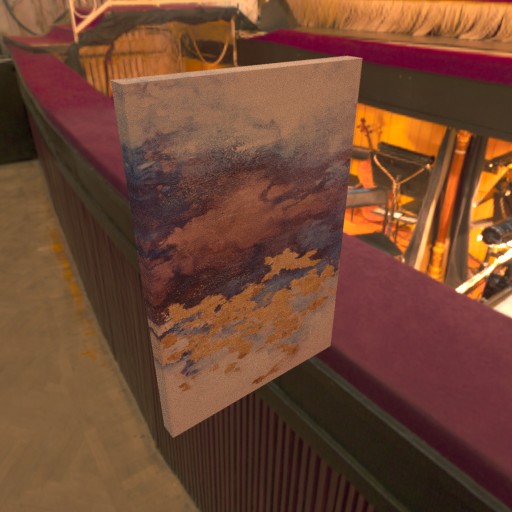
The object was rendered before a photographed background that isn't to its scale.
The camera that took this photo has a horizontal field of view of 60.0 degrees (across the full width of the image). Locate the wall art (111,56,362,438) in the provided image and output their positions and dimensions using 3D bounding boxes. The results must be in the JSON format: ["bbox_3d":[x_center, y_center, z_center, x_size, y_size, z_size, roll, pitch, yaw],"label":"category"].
[{"bbox_3d":[0.000,0.000,1.107,0.583,0.874,0.048,-21,36,-32],"label":"wall art"}]
